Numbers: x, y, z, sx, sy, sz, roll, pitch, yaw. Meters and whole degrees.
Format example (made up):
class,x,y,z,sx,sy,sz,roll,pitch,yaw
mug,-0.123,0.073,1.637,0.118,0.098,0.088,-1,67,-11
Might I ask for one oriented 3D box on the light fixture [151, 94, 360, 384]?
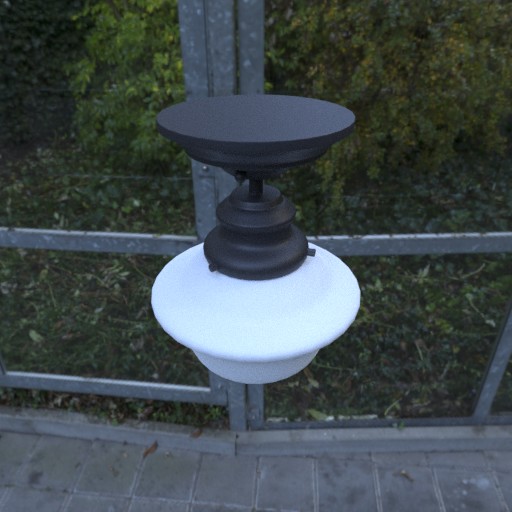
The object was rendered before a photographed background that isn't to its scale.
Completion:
class,x,y,z,sx,sy,sz,roll,pitch,yaw
light fixture,0.000,0.000,0.405,0.197,0.254,0.197,0,30,0
